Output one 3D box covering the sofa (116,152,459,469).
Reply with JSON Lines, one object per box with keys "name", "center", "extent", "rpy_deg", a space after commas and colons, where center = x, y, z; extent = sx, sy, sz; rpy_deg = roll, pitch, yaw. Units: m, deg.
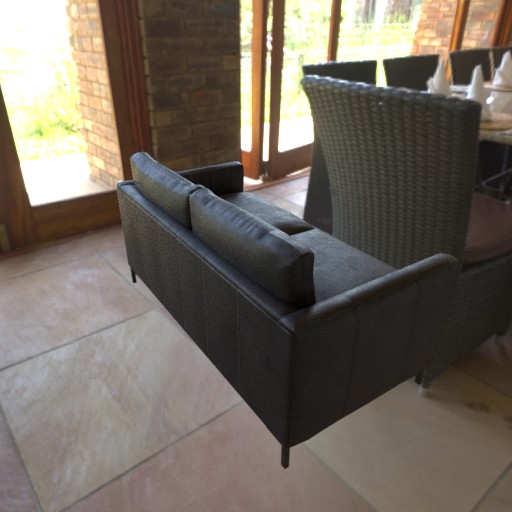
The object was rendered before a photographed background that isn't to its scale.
{"name": "sofa", "center": [0.000, 0.000, 2.351], "extent": [0.947, 0.883, 1.805], "rpy_deg": [-19, 33, -31]}
